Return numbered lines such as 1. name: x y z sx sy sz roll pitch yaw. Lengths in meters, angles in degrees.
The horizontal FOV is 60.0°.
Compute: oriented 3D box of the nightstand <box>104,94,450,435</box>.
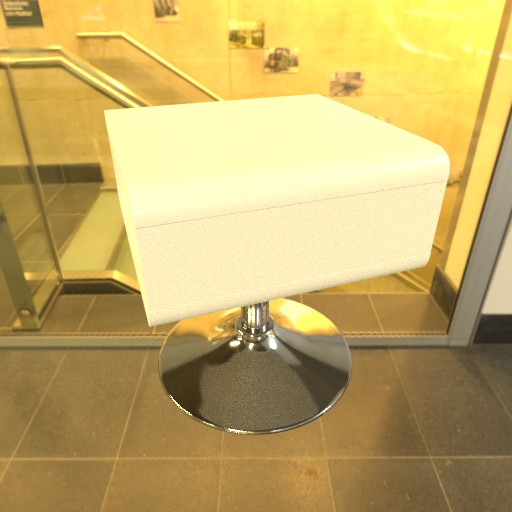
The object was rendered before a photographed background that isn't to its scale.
1. nightstand: 0.000 0.000 0.761 0.404 0.447 0.399 -11 33 -17
